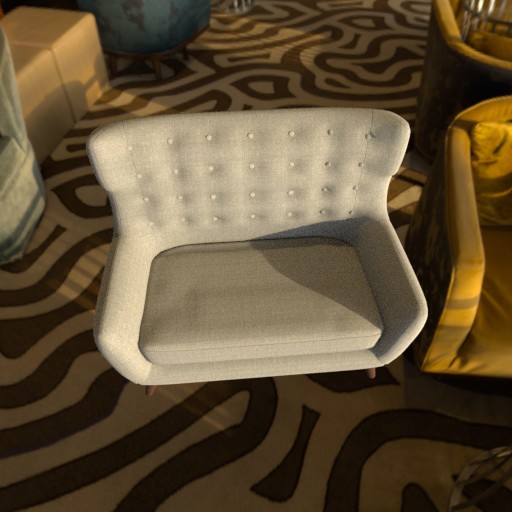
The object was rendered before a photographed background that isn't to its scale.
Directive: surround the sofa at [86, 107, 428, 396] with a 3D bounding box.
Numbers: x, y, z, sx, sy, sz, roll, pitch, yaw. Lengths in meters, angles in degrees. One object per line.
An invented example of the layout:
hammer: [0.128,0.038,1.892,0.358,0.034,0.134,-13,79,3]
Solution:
sofa: [0.000,0.000,2.035,1.386,1.028,0.884,-4,48,-3]
